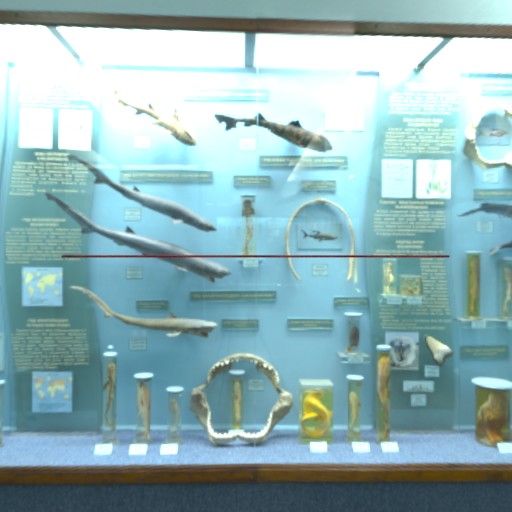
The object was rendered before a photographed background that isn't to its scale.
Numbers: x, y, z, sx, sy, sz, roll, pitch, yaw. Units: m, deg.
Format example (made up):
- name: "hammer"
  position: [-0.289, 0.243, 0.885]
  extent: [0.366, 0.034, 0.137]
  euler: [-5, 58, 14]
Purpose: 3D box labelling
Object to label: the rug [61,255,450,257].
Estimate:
- name: "rug"
  position: [0.000, 0.000, 2.295]
  extent: [1.223, 0.008, 1.817]
  euler: [0, 0, 0]
